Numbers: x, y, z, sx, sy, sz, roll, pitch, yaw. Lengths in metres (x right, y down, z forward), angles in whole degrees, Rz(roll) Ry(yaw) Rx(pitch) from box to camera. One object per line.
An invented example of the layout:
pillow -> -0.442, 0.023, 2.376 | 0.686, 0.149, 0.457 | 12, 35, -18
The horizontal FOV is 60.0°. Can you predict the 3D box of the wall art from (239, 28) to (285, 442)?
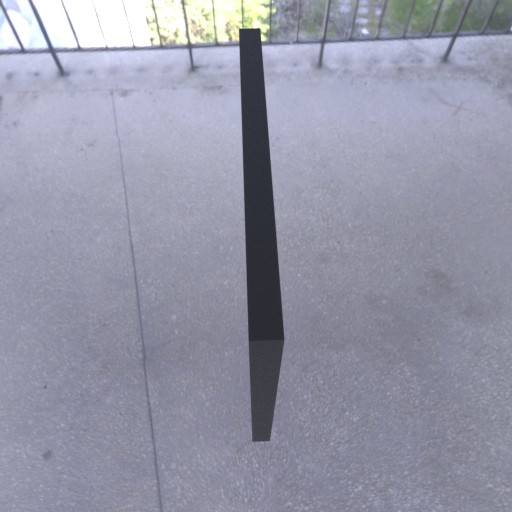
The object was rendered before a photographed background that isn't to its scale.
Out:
wall art -> 0.000, 0.000, 0.759 | 0.033, 0.507, 0.508 | -2, 58, -1
